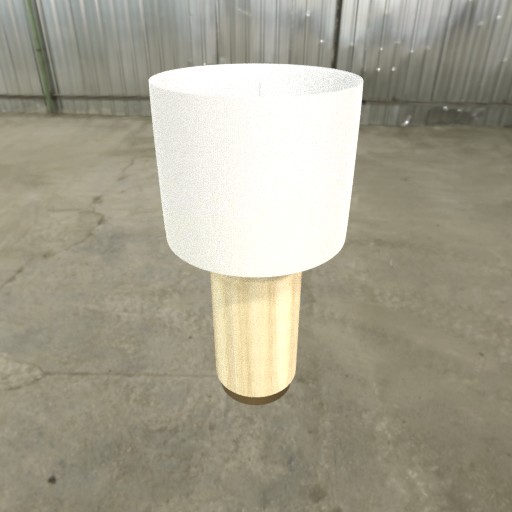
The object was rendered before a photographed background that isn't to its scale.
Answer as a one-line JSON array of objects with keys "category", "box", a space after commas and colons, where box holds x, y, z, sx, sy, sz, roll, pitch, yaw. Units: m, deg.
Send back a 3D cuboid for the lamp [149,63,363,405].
[{"category": "lamp", "box": [0.000, 0.000, 0.587, 0.228, 0.444, 0.228, 18, 35, 28]}]
